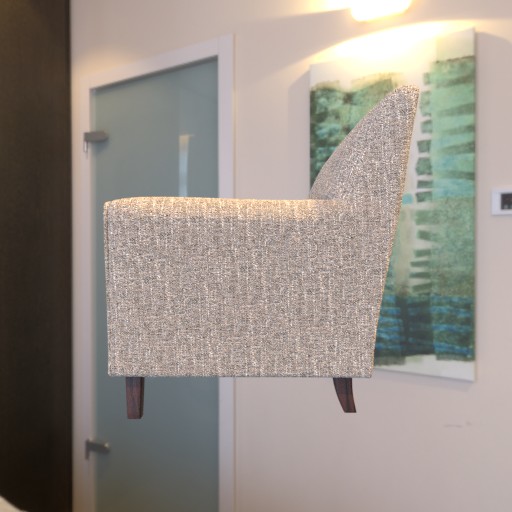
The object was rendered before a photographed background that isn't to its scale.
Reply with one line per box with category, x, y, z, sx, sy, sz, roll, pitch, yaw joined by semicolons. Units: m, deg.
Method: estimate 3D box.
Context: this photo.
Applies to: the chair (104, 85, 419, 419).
chair;0.000;0.000;1.604;0.873;0.928;0.864;0;1;0
